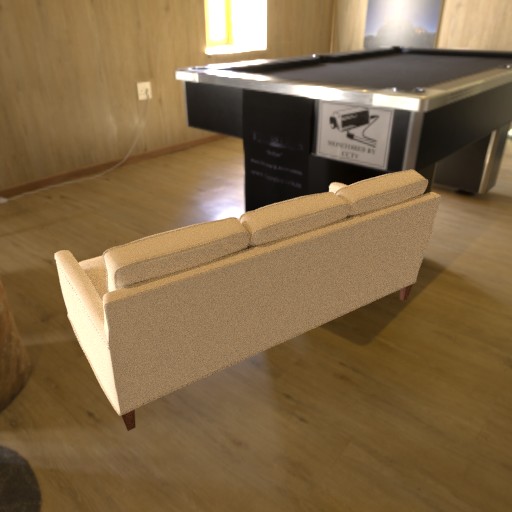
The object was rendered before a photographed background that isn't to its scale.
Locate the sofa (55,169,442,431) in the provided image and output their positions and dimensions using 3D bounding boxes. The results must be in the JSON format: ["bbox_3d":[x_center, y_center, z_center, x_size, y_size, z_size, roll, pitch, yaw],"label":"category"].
[{"bbox_3d":[0.000,0.000,2.860,2.246,1.003,1.084,-18,34,-29],"label":"sofa"}]
